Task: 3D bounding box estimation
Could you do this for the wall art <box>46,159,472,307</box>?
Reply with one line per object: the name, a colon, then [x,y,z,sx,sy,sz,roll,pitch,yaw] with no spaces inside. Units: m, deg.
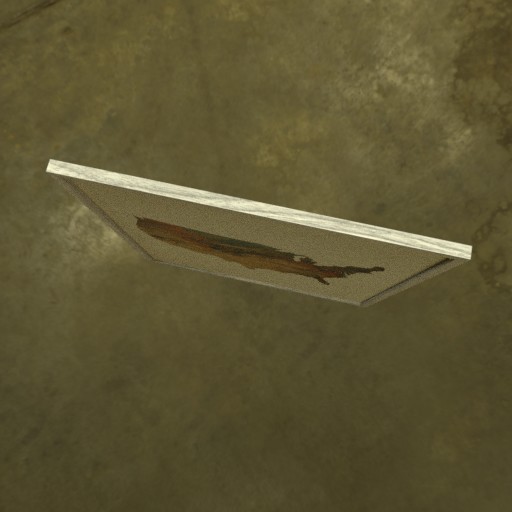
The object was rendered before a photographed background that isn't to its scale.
wall art: [0.000,0.000,0.765,0.508,0.507,0.016,12,78,3]
